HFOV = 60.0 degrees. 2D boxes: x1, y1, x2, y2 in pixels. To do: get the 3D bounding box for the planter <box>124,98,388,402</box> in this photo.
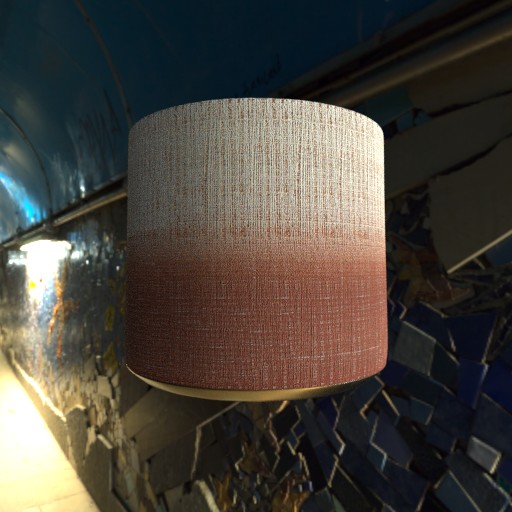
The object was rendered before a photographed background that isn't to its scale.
[{"bbox_3d":[0.000,0.000,0.390,0.221,0.201,0.221,0,-1,0],"label":"planter"}]
